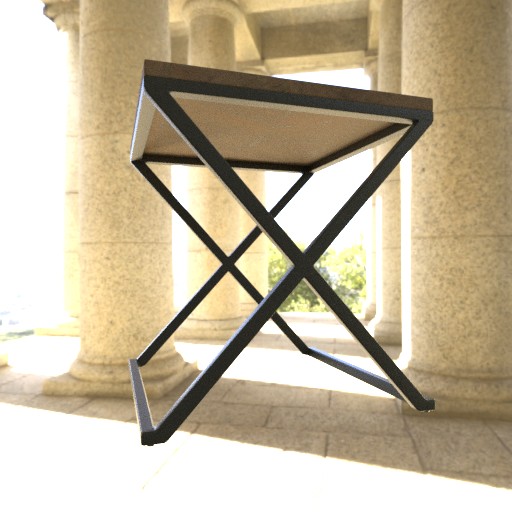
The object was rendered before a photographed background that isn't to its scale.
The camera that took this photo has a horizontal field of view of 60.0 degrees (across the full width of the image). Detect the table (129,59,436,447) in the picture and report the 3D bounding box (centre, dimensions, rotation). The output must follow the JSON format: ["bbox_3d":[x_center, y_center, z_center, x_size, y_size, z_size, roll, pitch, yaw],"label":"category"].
[{"bbox_3d":[0.000,0.000,0.934,0.498,0.550,0.499,0,-1,-18],"label":"table"}]
